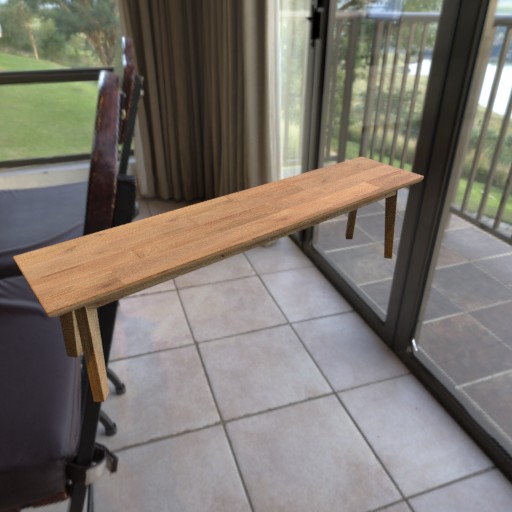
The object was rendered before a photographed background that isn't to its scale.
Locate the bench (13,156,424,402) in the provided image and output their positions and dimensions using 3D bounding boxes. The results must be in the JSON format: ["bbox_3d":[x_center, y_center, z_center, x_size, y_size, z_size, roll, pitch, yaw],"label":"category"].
[{"bbox_3d":[0.000,0.000,1.861,1.698,0.431,0.378,-21,36,-32],"label":"bench"}]
